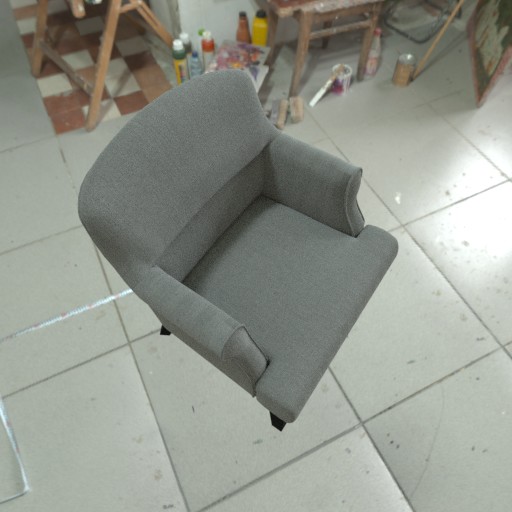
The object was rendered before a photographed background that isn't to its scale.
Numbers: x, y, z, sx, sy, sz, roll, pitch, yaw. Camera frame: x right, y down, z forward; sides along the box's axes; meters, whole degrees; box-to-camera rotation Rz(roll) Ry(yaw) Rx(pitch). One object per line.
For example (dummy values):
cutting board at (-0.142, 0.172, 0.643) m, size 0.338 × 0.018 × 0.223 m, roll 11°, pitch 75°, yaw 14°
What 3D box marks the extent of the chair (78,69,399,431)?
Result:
chair at (0.000, 0.000, 1.466) m, size 0.755 × 0.880 × 0.772 m, roll 30°, pitch 62°, yaw 18°
